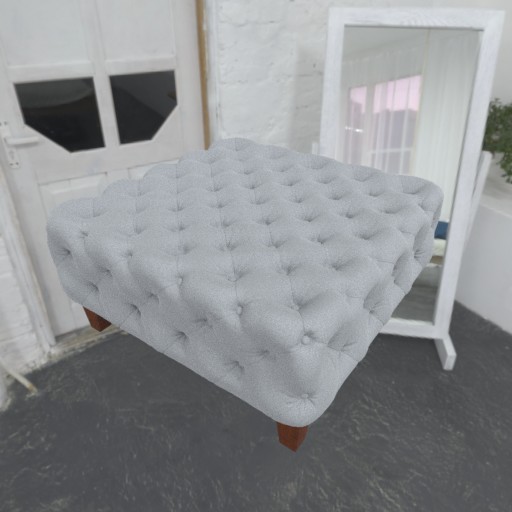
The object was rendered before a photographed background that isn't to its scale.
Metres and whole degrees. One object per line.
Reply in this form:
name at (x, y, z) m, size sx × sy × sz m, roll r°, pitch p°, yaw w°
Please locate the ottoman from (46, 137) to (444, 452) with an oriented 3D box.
ottoman at (0.000, 0.000, 1.185) m, size 0.758 × 0.365 × 0.764 m, roll 21°, pitch 38°, yaw 29°
